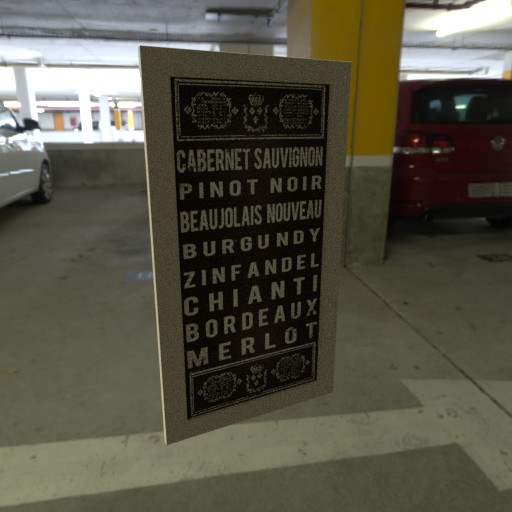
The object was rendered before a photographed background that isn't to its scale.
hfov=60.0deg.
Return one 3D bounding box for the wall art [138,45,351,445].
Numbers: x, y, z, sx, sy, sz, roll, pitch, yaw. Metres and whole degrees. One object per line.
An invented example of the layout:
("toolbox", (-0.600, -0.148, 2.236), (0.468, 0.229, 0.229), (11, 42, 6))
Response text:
("wall art", (0.000, 0.000, 0.819), (0.380, 0.683, 0.013), (-8, 18, -26))
